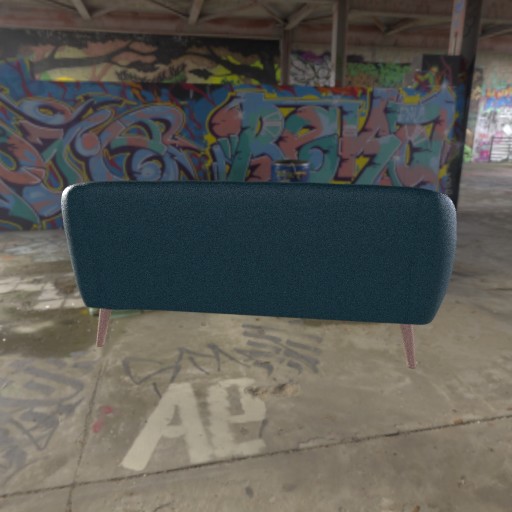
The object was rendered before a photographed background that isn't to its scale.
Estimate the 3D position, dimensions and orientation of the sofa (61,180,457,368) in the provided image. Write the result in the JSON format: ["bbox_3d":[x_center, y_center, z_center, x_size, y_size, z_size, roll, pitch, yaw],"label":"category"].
[{"bbox_3d":[0.000,0.000,2.255,1.840,0.836,0.820,2,16,8],"label":"sofa"}]
